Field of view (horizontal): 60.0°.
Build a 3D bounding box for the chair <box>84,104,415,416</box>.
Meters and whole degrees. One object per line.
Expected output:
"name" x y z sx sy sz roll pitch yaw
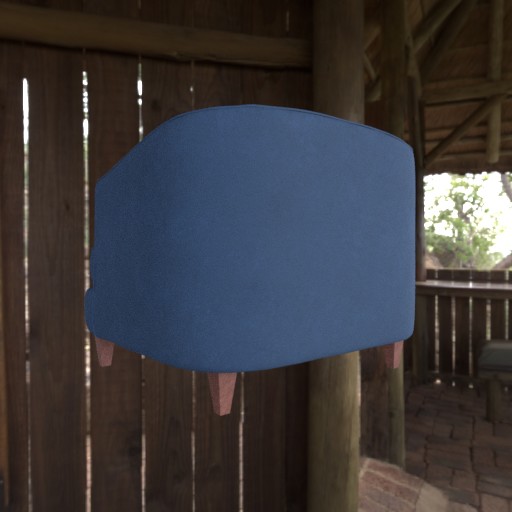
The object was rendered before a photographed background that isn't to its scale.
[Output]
"chair" 0.000 0.000 1.733 1.094 0.852 0.940 -1 1 -38
